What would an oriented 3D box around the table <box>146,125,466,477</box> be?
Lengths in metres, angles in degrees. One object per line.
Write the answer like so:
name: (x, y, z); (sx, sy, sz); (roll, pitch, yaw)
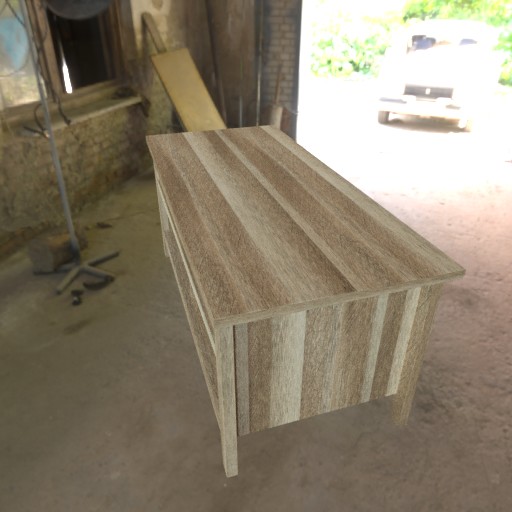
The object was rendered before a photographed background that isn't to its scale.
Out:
table: (0.000, 0.000, 1.350); (0.493, 0.480, 1.095); (-9, 32, -15)
